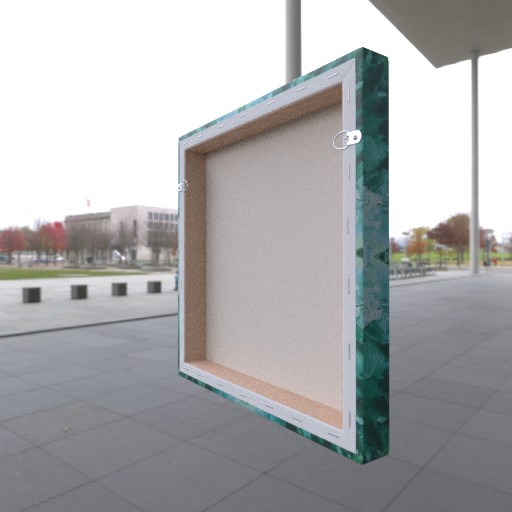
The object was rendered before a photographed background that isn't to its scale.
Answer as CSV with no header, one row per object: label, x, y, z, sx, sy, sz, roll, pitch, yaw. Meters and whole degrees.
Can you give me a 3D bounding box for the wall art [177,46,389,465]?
wall art,0.000,0.000,0.464,0.033,0.313,0.313,0,0,-36
